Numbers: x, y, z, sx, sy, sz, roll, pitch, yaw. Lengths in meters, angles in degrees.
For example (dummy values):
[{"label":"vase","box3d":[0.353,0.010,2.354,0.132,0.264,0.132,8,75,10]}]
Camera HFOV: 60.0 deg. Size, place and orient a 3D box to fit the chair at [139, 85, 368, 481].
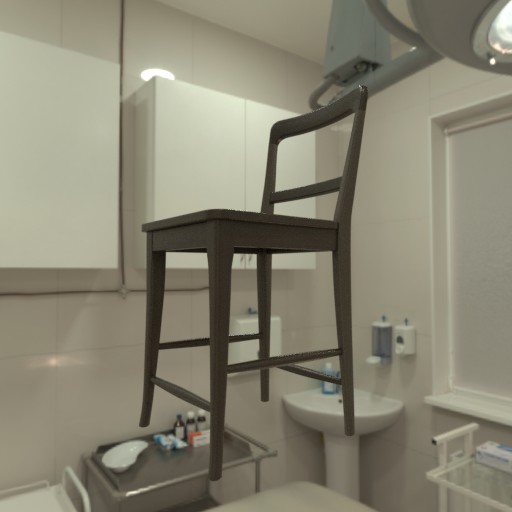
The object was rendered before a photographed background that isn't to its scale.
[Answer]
[{"label":"chair","box3d":[0.000,0.000,1.291,0.546,0.991,0.450,1,-2,-36]}]
